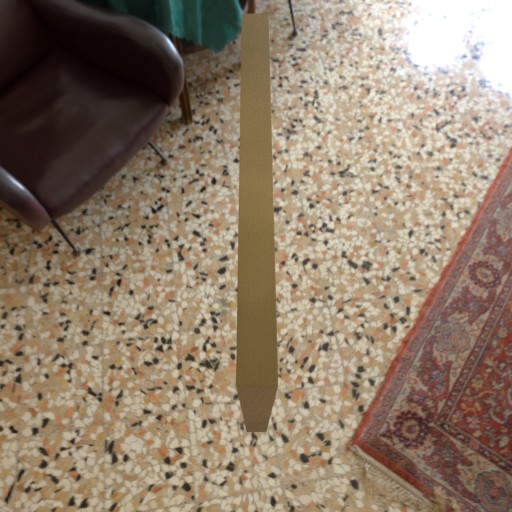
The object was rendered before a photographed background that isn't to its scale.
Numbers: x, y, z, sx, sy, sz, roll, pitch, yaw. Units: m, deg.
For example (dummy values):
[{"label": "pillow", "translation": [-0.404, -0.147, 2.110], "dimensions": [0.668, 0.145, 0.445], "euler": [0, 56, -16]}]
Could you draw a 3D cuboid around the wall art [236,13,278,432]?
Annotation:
[{"label": "wall art", "translation": [0.000, 0.000, 0.738], "dimensions": [0.038, 0.508, 0.507], "euler": [0, 64, 0]}]
